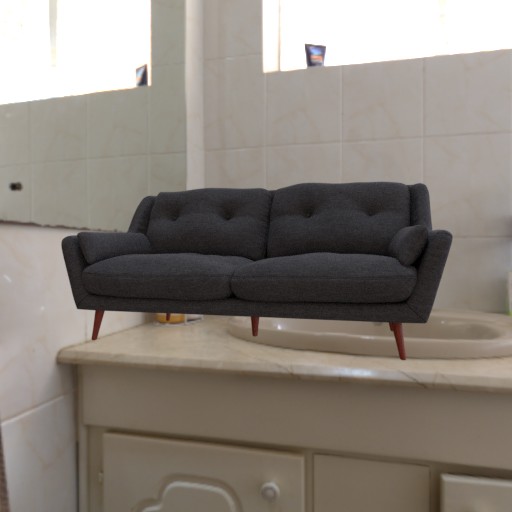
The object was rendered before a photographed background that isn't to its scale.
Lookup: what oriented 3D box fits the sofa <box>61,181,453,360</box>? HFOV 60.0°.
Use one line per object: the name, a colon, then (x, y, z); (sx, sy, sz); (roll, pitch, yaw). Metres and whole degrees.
sofa: (0.000, 0.000, 2.480); (1.929, 0.896, 0.975); (0, 0, 17)
